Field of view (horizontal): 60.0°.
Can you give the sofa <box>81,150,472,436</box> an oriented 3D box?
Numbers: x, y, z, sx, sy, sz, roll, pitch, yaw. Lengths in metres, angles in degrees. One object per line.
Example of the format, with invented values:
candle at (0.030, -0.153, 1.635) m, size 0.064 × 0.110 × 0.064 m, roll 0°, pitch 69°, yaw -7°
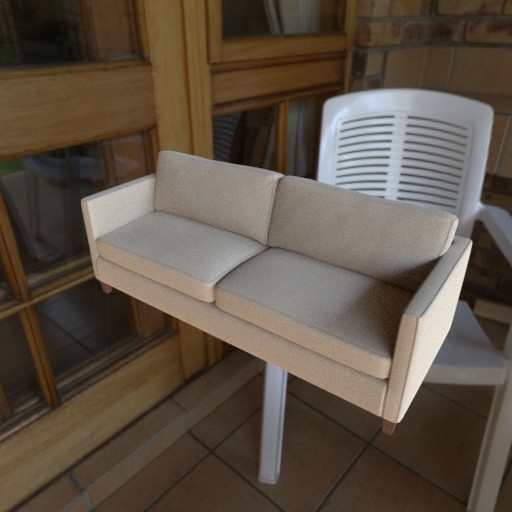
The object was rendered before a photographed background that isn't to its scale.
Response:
sofa at (0.000, 0.000, 2.887) m, size 2.361 × 0.968 × 0.951 m, roll 19°, pitch 34°, yaw 31°
